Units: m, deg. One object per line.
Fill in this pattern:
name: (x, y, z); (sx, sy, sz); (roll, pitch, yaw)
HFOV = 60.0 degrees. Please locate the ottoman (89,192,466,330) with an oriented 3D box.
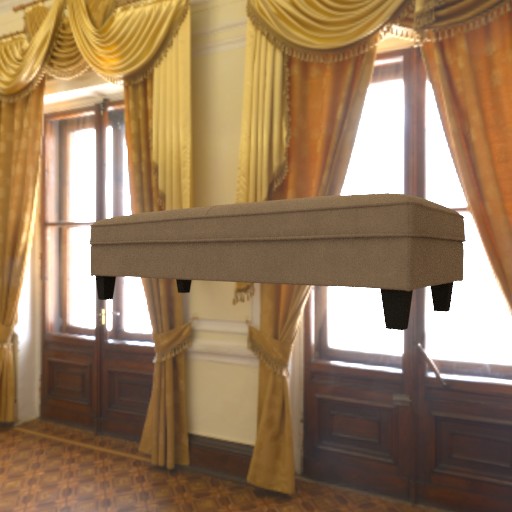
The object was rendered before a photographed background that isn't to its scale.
ottoman: (0.000, 0.000, 2.107); (1.726, 0.460, 0.735); (0, 0, 37)
